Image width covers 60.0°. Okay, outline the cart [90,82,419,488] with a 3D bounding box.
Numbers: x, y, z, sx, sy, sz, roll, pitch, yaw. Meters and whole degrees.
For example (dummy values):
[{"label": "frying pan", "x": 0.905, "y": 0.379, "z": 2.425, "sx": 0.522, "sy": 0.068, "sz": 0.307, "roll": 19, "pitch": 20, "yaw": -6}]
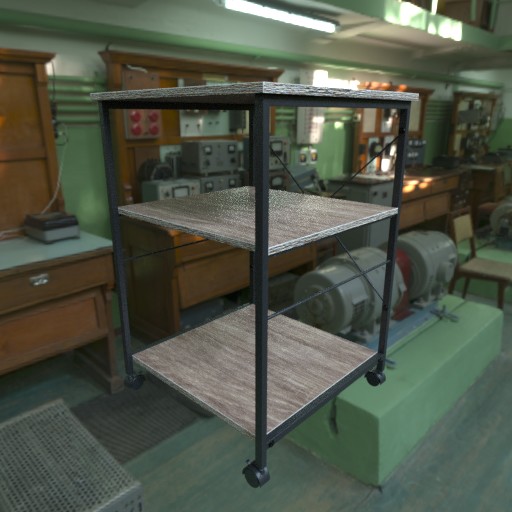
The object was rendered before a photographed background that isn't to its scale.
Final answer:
[{"label": "cart", "x": 0.000, "y": 0.000, "z": 1.106, "sx": 0.521, "sy": 0.762, "sz": 0.520, "roll": 16, "pitch": 24, "yaw": 41}]
